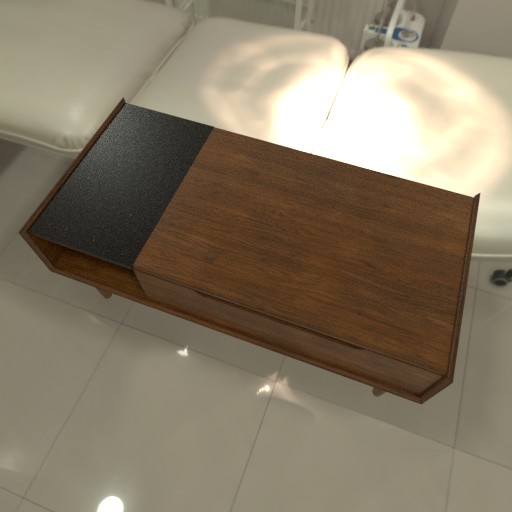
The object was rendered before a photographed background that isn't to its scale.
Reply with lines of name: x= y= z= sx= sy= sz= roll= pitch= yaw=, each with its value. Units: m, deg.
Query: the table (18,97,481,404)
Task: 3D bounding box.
table: x=0.000 y=0.000 z=1.521 sx=1.221 sy=0.508 sz=0.610 roll=18 pitch=61 yaw=10
